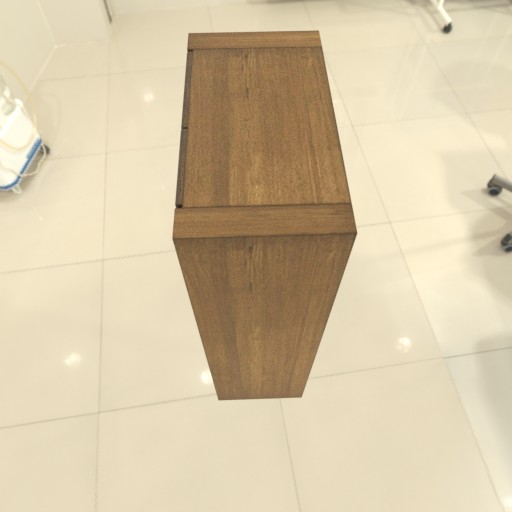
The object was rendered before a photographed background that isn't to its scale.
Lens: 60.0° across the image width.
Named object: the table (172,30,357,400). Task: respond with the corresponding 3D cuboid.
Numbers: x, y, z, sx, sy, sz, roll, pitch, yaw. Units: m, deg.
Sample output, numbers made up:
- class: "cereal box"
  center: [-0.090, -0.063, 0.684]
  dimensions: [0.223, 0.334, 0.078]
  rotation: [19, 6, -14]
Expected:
- class: "table"
  center: [0.000, 0.000, 2.524]
  dimensions: [0.600, 2.000, 1.100]
  rotation: [-2, 58, -1]
